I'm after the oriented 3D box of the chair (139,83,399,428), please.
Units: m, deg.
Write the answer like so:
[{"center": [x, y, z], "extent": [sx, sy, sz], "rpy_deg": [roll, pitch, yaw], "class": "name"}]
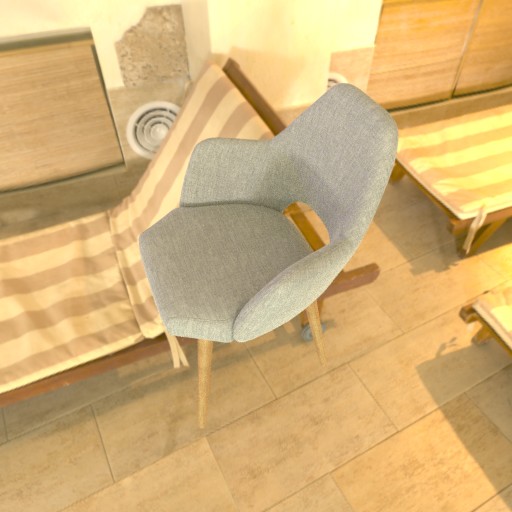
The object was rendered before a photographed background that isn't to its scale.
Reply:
[{"center": [0.000, 0.000, 1.261], "extent": [0.610, 0.840, 0.590], "rpy_deg": [-17, 49, -15], "class": "chair"}]
